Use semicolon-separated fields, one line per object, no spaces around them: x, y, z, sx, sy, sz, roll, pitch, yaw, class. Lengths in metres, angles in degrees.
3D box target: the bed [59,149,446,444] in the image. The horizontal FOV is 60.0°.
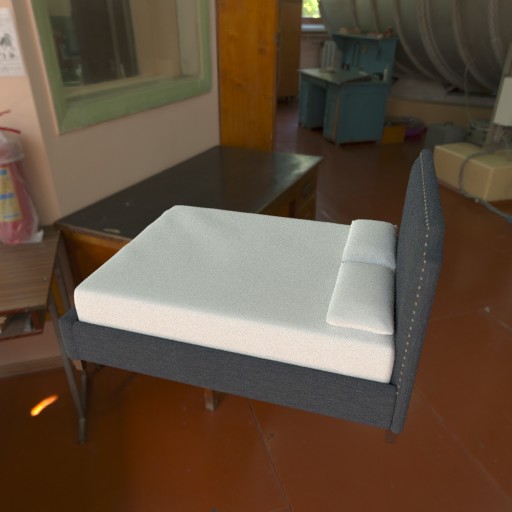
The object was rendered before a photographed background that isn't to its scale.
0.000;0.000;3.347;2.372;1.443;1.713;8;30;15;bed
